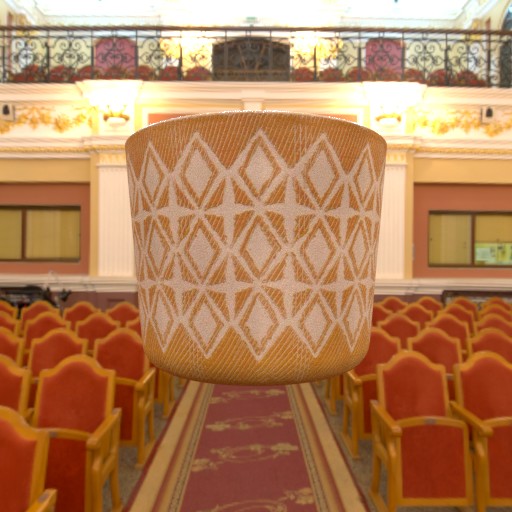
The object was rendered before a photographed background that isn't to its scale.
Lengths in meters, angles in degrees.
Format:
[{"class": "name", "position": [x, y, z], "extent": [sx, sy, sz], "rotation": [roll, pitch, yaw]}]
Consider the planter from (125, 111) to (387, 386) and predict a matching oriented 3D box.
[{"class": "planter", "position": [0.000, 0.000, 0.223], "extent": [0.126, 0.104, 0.126], "rotation": [0, -1, 0]}]
